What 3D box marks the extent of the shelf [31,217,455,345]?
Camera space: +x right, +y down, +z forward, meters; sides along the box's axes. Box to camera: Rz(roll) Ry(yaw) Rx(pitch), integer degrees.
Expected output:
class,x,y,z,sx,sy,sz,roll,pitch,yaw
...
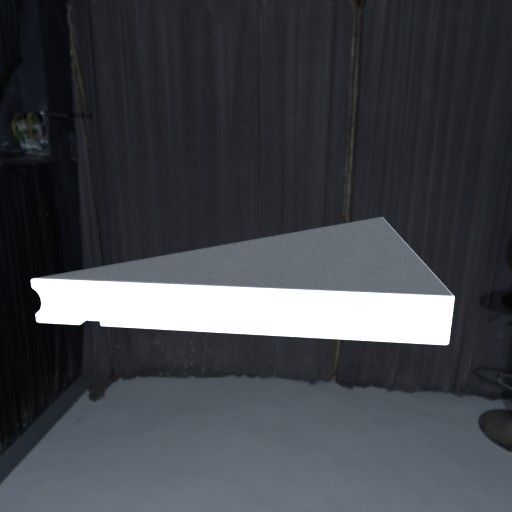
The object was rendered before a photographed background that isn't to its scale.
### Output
class,x,y,z,sx,sy,sz,roll,pitch,yaw
shelf,0.000,0.000,0.449,0.296,0.035,0.296,2,15,7
